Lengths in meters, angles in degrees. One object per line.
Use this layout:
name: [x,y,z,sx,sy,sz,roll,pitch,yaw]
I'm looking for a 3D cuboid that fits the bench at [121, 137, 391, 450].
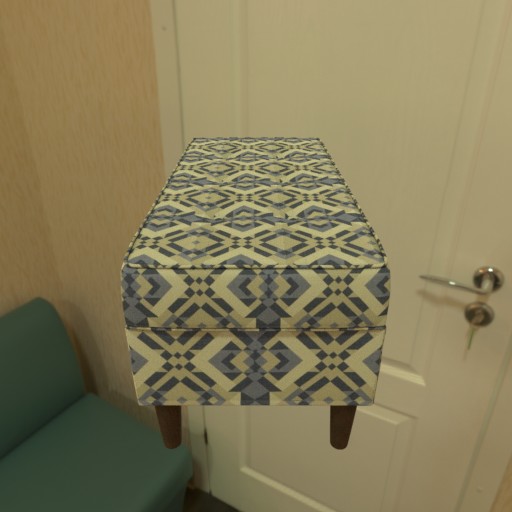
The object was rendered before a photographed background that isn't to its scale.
bench: [0.000,0.000,1.297,0.492,0.477,1.016,0,27,0]
